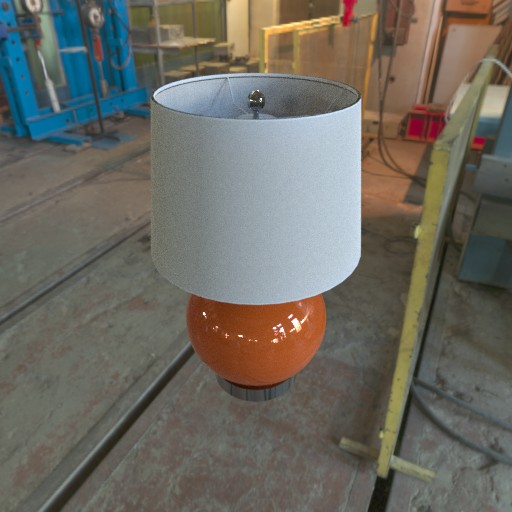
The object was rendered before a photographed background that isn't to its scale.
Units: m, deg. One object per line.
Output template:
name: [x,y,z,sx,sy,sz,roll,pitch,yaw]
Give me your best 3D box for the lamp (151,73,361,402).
lamp: [0.000,0.000,0.543,0.247,0.387,0.247,0,32,0]
